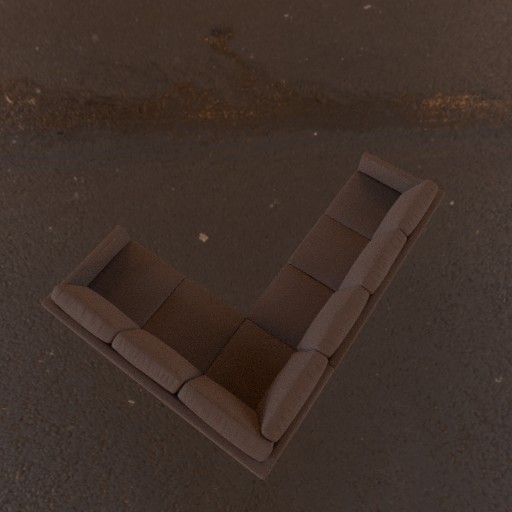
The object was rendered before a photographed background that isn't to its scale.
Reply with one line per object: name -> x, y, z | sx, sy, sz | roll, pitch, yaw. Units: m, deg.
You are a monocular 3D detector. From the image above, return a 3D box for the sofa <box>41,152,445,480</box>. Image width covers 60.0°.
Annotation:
sofa -> 0.000, 0.000, 4.389 | 2.432, 0.871, 3.182 | 32, 68, 15
